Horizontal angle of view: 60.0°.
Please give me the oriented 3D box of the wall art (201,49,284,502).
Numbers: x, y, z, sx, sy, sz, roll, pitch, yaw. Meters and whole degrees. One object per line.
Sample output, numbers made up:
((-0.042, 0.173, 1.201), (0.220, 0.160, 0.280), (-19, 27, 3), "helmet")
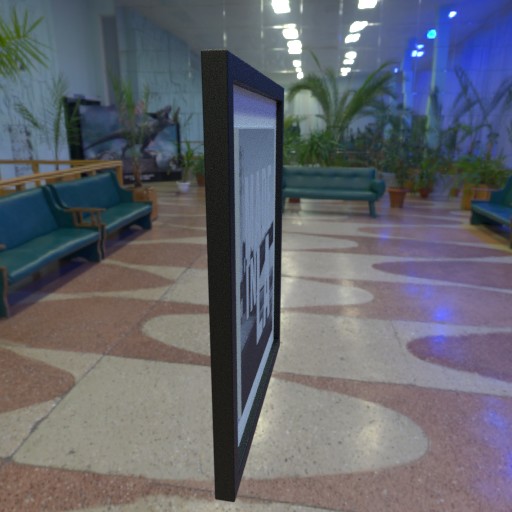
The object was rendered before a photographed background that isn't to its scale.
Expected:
((0.000, 0.000, 0.735), (0.028, 0.559, 0.457), (3, 16, 10), "wall art")
